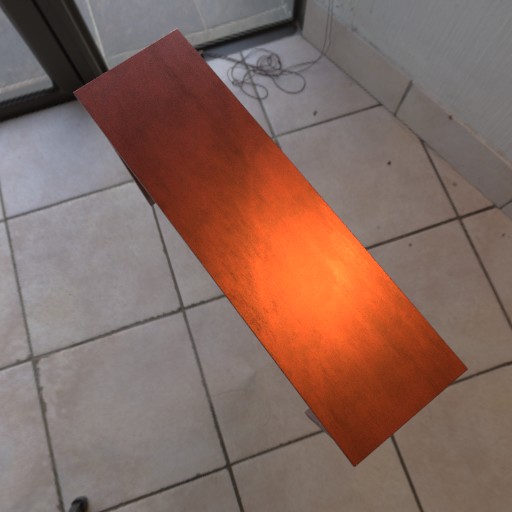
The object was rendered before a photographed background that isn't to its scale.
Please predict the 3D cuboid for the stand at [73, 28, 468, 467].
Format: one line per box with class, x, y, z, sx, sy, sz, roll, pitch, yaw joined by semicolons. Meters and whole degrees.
stand;0.000;0.000;1.709;0.410;0.872;1.362;-36;78;-9
